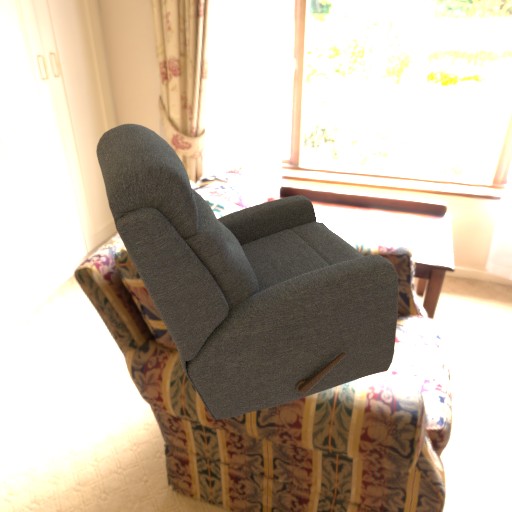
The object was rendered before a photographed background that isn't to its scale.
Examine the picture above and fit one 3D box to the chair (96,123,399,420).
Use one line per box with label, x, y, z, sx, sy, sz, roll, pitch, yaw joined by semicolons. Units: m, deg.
chair;0.000;0.000;1.757;1.043;1.013;0.798;-11;31;-18
